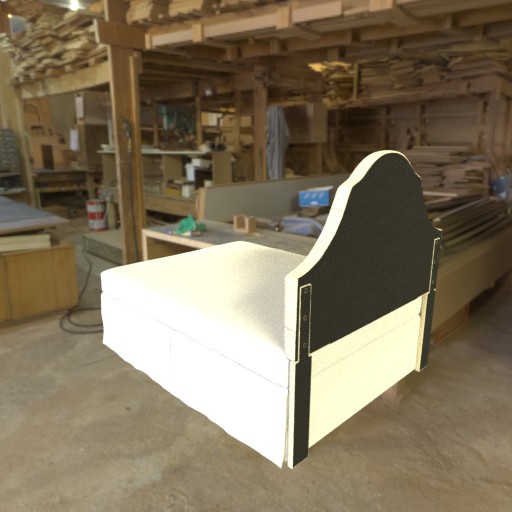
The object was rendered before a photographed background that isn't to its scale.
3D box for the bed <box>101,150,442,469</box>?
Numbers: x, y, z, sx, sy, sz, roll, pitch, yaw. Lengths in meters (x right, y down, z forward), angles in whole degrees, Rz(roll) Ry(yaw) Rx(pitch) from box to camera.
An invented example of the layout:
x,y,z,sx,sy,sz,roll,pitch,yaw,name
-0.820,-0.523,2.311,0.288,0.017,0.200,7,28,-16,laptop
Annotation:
x,y,z,sx,sy,sz,roll,pitch,yaw,name
0.000,0.000,3.299,1.627,1.575,2.092,-14,21,-42,bed
